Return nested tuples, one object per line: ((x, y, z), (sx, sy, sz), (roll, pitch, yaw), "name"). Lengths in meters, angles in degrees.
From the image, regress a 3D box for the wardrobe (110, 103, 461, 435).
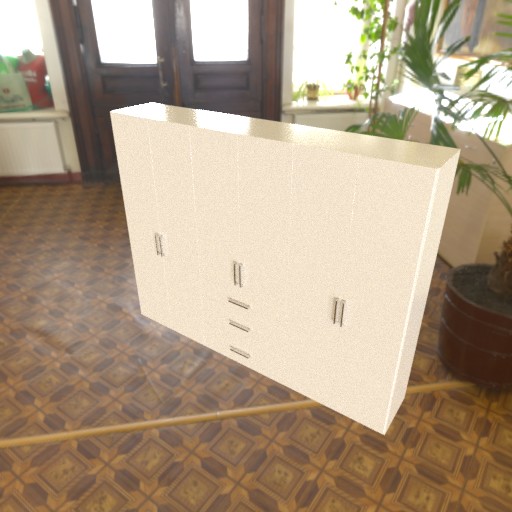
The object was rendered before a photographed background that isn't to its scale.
((0.000, 0.000, 4.138), (3.000, 2.360, 0.580), (19, 34, 30), "wardrobe")
